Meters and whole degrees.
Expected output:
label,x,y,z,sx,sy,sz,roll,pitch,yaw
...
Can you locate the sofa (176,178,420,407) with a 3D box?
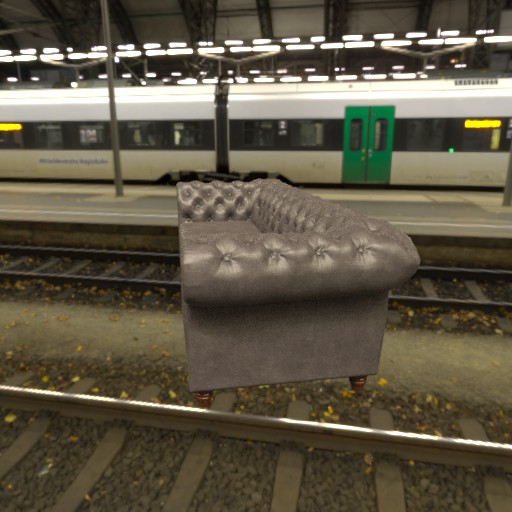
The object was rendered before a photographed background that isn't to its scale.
label,x,y,z,sx,sy,sz,roll,pitch,yaw
sofa,0.000,0.000,2.769,0.944,0.783,2.385,-3,15,-10
